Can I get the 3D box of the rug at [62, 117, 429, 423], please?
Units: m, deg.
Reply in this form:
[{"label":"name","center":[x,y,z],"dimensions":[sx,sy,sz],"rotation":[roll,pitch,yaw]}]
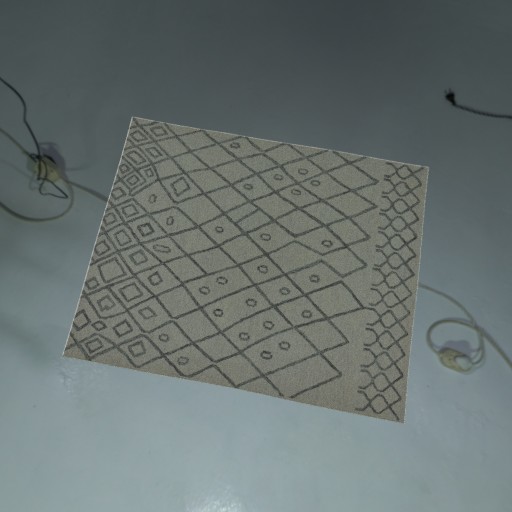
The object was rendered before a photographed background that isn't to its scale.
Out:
[{"label":"rug","center":[0.000,0.000,4.173],"dimensions":[3.046,0.015,2.446],"rotation":[10,75,3]}]
